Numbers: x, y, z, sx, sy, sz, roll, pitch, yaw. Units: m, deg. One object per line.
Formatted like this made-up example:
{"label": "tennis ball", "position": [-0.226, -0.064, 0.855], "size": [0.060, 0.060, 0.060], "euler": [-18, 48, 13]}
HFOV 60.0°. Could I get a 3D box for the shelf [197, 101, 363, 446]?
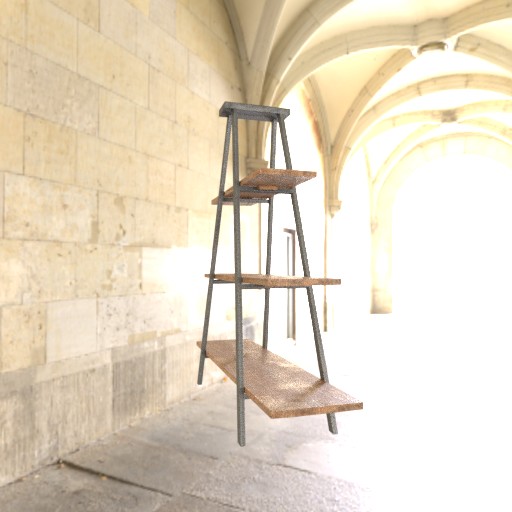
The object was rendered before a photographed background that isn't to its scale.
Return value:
{"label": "shelf", "position": [0.000, 0.000, 2.697], "size": [0.508, 1.808, 1.746], "euler": [0, -1, -17]}
